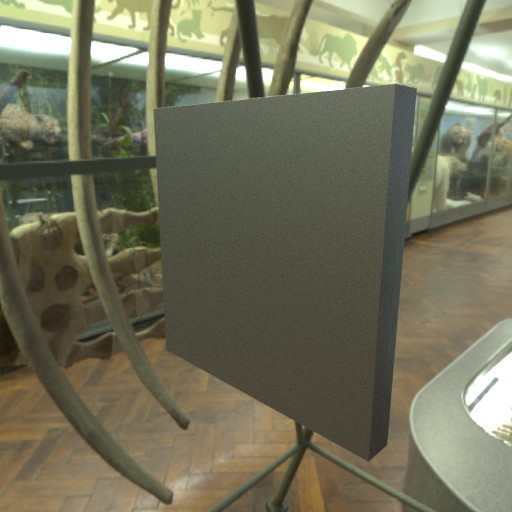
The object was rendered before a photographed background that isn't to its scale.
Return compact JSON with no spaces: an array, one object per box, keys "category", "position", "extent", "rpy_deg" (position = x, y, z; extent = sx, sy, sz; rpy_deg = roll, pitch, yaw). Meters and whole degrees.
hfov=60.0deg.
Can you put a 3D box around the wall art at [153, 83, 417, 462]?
[{"category":"wall art","position":[0.000,0.000,0.526],"extent":[0.350,0.350,0.038],"rpy_deg":[14,19,43]}]
